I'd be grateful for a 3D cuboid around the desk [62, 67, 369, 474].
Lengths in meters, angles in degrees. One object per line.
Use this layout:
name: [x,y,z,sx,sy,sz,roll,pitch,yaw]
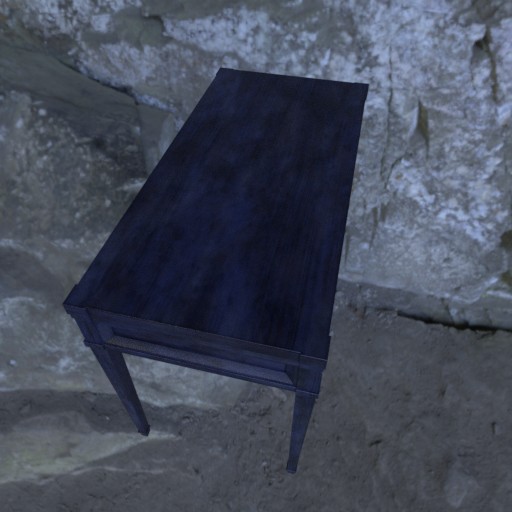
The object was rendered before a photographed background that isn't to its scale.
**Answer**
desk: [0.000,0.000,1.736,0.630,0.861,1.289,10,48,9]
